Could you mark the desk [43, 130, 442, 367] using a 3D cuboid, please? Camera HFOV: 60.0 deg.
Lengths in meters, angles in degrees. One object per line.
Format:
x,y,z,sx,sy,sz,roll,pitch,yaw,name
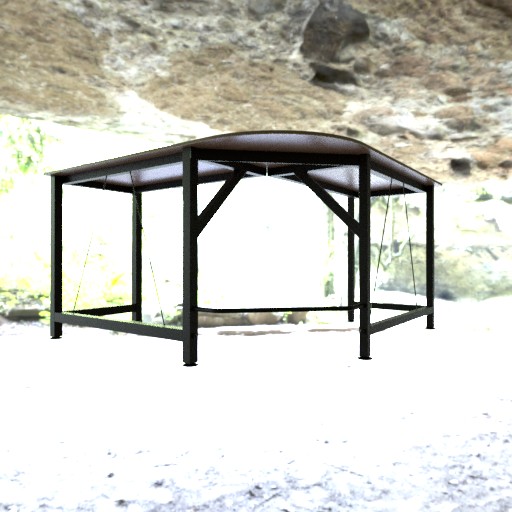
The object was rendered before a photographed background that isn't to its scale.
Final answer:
0.000,0.000,2.183,1.400,0.762,1.400,0,0,37,desk
